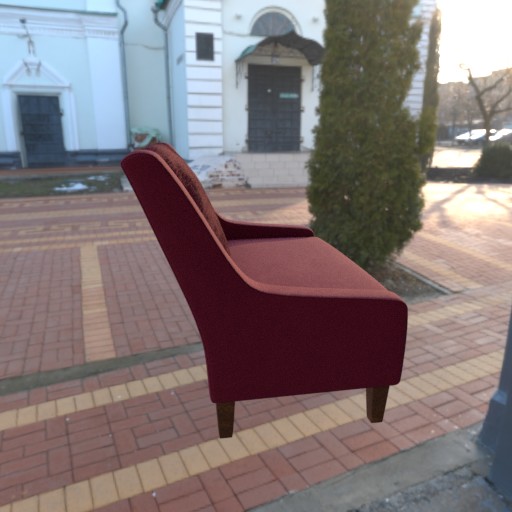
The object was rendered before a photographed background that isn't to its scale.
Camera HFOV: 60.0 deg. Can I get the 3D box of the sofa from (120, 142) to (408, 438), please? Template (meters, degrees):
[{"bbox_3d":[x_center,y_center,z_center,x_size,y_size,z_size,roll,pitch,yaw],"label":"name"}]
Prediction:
[{"bbox_3d":[0.000,0.000,1.984,0.946,0.976,1.242,-2,16,-8],"label":"sofa"}]
